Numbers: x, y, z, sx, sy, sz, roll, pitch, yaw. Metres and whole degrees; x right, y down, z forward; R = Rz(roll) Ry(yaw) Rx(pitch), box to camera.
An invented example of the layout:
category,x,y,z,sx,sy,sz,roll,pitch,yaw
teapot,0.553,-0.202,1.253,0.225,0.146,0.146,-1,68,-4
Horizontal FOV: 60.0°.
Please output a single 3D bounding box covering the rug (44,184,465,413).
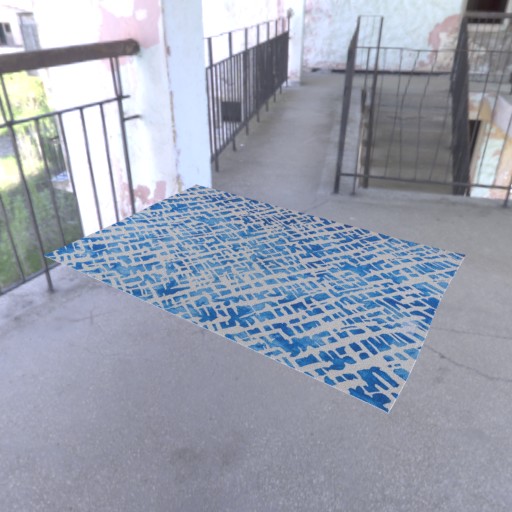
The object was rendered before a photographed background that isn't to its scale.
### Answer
category,x,y,z,sx,sy,sz,roll,pitch,yaw
rug,0.000,0.000,2.293,1.830,0.011,1.209,18,35,29
